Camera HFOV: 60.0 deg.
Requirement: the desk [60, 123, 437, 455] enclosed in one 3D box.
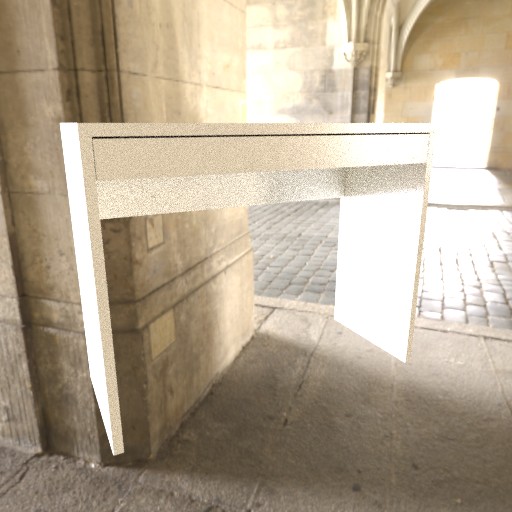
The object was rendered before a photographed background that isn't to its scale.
[{"bbox_3d":[0.000,0.000,1.375,1.000,0.790,0.400,-8,19,-26],"label":"desk"}]
